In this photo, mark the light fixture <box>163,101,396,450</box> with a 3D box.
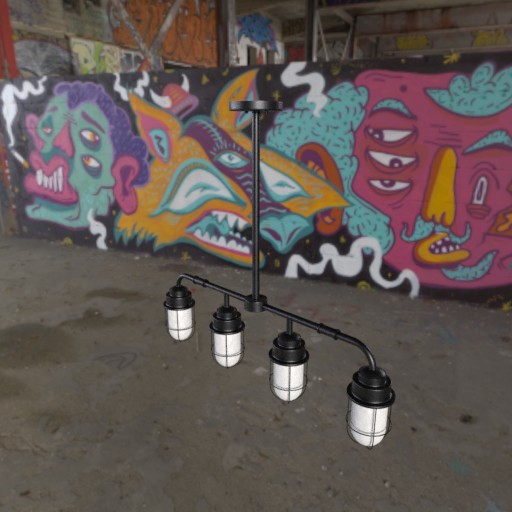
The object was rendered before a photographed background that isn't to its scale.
[{"bbox_3d":[0.000,0.000,1.195,0.852,0.785,0.131,16,23,43],"label":"light fixture"}]
